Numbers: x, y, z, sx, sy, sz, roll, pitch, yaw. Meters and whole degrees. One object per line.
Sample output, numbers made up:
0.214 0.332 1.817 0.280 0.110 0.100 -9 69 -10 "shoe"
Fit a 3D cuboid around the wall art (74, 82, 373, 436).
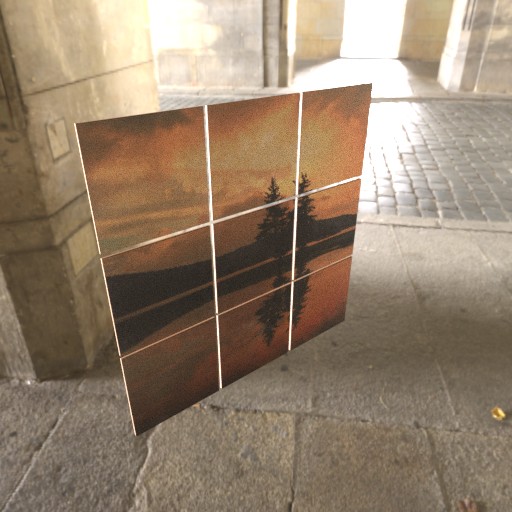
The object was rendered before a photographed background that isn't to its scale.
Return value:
0.000 0.000 1.795 1.216 1.218 0.013 -21 35 -33 "wall art"
